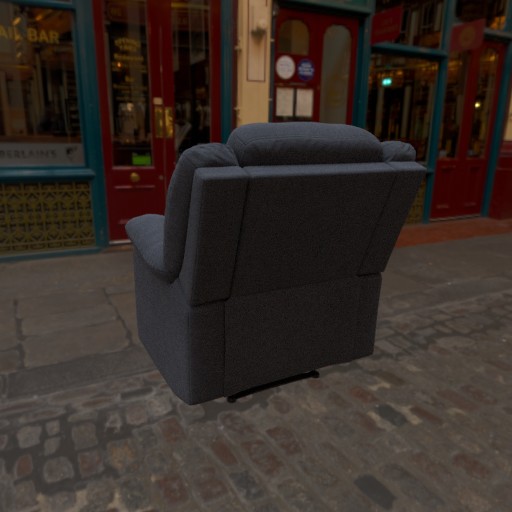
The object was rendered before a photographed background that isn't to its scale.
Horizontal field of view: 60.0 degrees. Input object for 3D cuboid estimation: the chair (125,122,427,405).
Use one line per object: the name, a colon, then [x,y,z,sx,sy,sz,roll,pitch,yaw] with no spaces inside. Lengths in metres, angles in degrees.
chair: [0.000,0.000,1.776,0.899,1.008,0.944,-8,16,-27]
